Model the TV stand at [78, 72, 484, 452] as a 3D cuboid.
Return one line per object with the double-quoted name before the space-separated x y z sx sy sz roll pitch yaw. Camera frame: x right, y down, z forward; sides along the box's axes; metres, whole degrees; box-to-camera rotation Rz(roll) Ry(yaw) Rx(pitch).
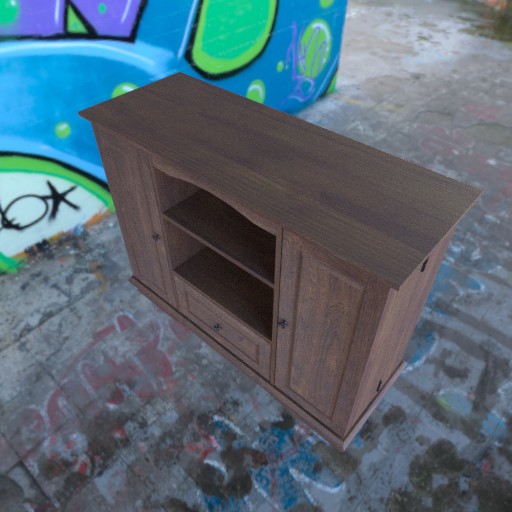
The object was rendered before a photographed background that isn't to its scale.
"TV stand" 0.000 0.000 1.465 1.067 0.813 0.406 31 52 28
